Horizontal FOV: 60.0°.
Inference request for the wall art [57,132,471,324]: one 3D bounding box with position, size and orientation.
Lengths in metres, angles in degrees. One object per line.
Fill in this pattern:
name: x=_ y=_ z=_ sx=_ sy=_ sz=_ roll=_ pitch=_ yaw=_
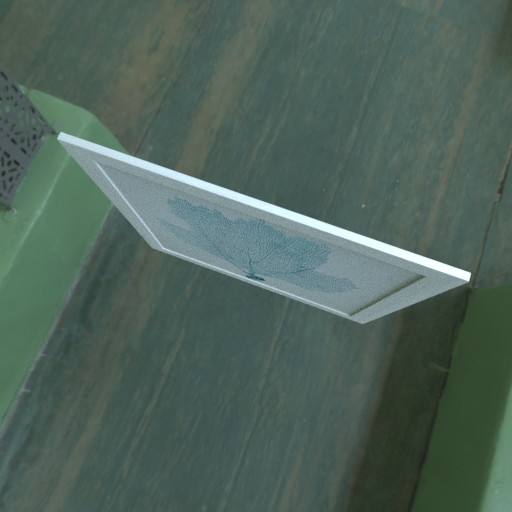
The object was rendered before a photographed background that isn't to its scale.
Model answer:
wall art: x=0.000 y=0.000 z=0.873 sx=0.584 sy=0.584 sz=0.013 roll=20 pitch=77 yaw=5
